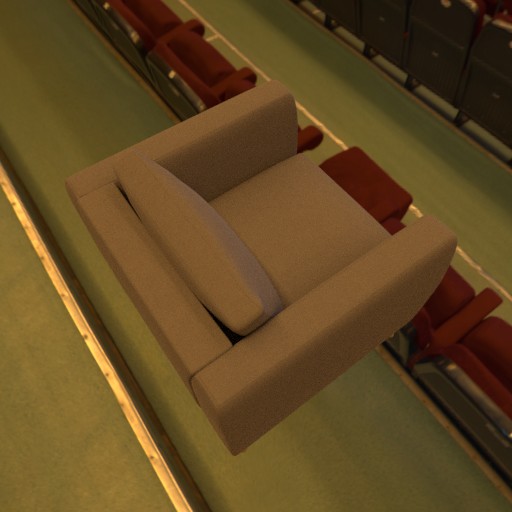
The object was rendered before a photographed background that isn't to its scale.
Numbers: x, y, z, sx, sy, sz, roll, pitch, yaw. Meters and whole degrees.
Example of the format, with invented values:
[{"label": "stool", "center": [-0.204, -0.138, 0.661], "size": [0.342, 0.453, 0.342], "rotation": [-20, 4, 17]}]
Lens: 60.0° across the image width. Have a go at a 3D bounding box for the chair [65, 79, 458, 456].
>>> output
[{"label": "chair", "center": [0.000, 0.000, 1.666], "size": [0.930, 0.860, 1.000], "rotation": [-32, 64, -18]}]
